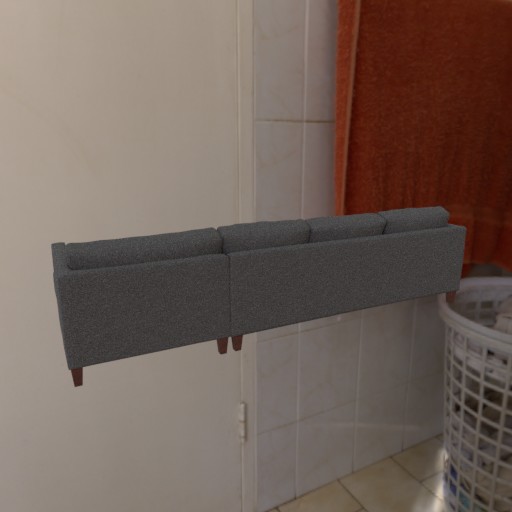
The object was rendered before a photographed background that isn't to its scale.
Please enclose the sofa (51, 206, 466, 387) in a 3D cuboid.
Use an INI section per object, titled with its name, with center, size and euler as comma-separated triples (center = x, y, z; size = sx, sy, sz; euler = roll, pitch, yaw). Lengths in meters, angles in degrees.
[sofa]
center = 0.000, 0.000, 3.821
size = 3.186, 0.846, 1.625
euler = -7, 17, -25
